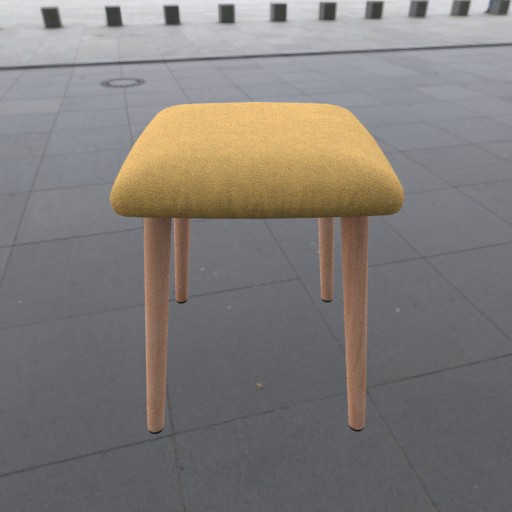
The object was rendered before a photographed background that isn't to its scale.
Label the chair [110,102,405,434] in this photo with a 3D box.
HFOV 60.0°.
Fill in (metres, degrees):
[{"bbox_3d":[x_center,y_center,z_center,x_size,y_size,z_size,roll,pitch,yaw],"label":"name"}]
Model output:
[{"bbox_3d":[0.000,0.000,0.723,0.350,0.440,0.350,0,33,-1],"label":"chair"}]
